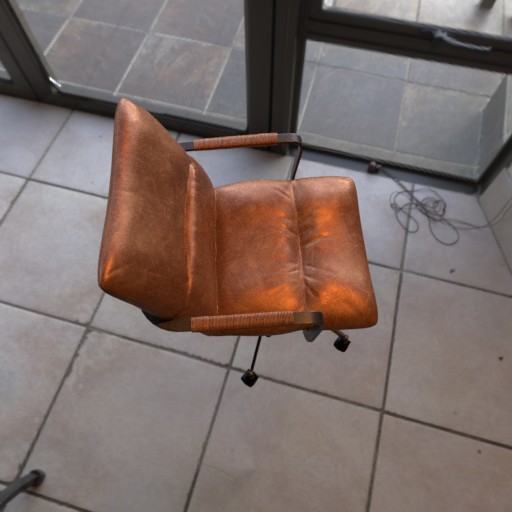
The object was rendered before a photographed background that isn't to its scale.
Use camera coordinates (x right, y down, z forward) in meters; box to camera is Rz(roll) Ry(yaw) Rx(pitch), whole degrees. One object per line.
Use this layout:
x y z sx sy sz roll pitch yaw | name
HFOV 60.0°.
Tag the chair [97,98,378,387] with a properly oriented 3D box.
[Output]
0.000 0.000 1.506 0.754 0.922 0.727 -3 64 -1 | chair
